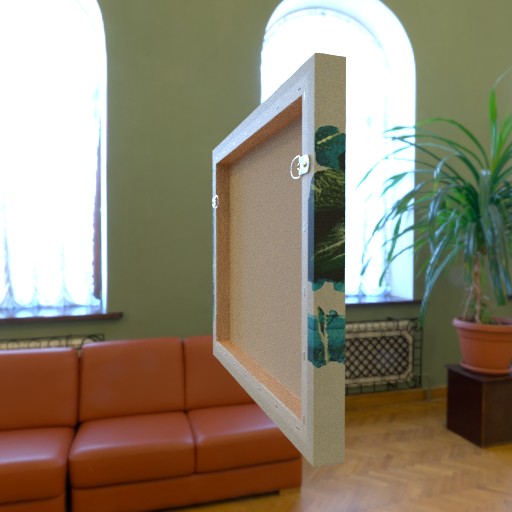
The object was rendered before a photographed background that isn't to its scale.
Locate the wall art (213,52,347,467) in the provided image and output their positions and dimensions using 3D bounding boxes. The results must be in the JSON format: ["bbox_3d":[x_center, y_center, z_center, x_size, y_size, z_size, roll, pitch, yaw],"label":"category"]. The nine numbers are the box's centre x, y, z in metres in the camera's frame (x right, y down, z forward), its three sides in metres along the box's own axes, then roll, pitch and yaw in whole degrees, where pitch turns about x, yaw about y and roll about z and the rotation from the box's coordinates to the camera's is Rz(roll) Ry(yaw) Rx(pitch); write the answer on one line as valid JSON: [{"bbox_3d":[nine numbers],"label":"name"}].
[{"bbox_3d":[0.000,0.000,0.709,0.041,0.435,0.507,0,2,-18],"label":"wall art"}]
